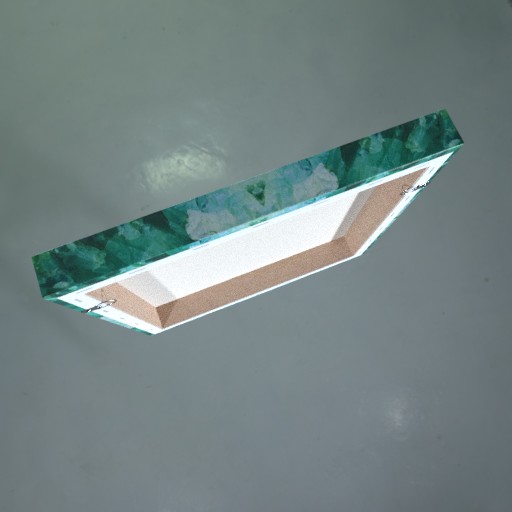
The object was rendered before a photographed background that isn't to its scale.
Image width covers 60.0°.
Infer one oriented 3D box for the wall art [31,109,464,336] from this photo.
[{"bbox_3d":[0.000,0.000,0.459,0.313,0.313,0.033,-21,76,-5],"label":"wall art"}]
